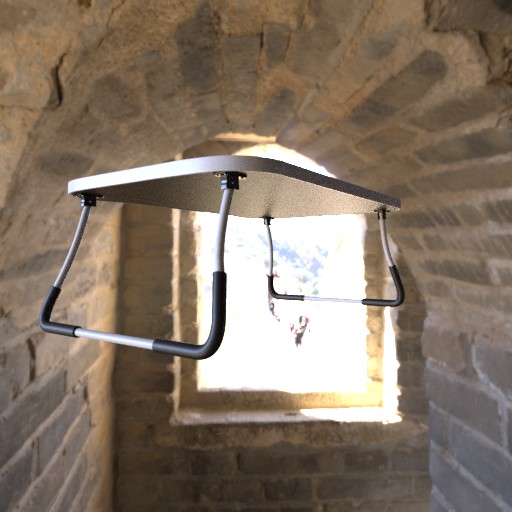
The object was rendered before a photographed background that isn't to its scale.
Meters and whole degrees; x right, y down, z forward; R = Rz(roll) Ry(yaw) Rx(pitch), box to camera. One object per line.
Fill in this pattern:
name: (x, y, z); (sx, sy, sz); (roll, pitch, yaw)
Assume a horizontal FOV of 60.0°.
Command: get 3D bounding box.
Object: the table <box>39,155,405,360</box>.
table: (0.000, 0.000, 0.840); (0.400, 0.232, 0.660); (0, 0, 36)
